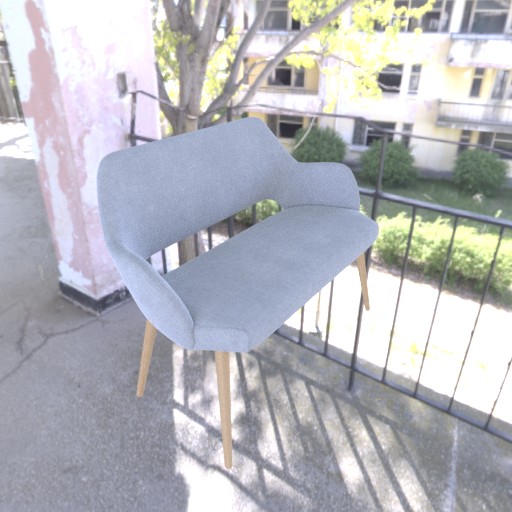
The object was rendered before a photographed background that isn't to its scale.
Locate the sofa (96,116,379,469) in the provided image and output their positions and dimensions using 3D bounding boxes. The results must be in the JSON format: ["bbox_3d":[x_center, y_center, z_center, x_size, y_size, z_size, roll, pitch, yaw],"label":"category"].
[{"bbox_3d":[0.000,0.000,1.647,0.610,0.840,1.150,19,33,31],"label":"sofa"}]
